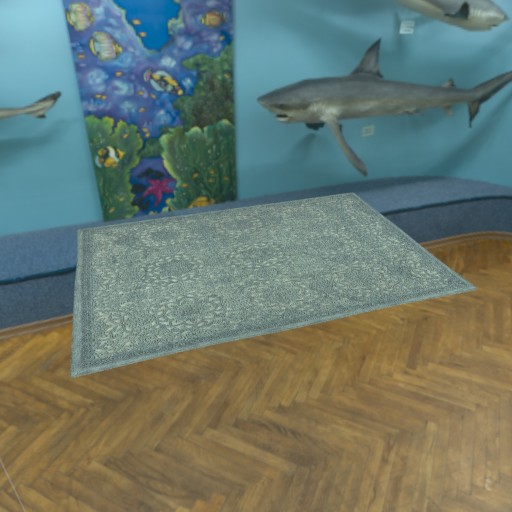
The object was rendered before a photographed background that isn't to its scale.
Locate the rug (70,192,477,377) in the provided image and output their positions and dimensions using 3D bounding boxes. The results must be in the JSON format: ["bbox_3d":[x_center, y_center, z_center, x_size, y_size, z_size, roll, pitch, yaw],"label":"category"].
[{"bbox_3d":[0.000,0.000,2.363,1.830,0.016,1.224,-9,32,-15],"label":"rug"}]
